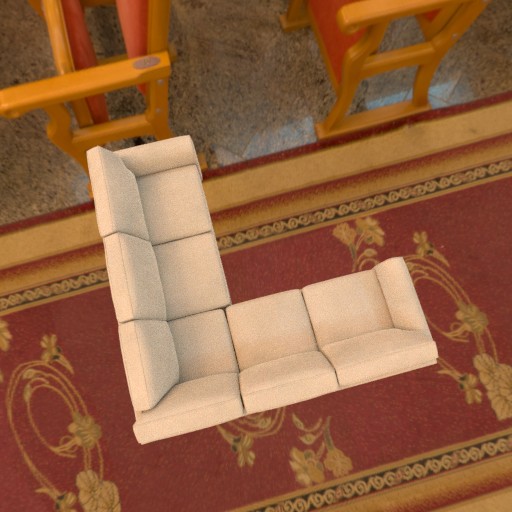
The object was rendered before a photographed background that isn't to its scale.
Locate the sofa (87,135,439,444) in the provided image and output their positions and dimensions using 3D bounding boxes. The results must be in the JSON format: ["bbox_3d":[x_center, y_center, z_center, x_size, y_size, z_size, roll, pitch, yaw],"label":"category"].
[{"bbox_3d":[0.000,0.000,4.006,2.487,1.054,2.569,-14,76,-4],"label":"sofa"}]
